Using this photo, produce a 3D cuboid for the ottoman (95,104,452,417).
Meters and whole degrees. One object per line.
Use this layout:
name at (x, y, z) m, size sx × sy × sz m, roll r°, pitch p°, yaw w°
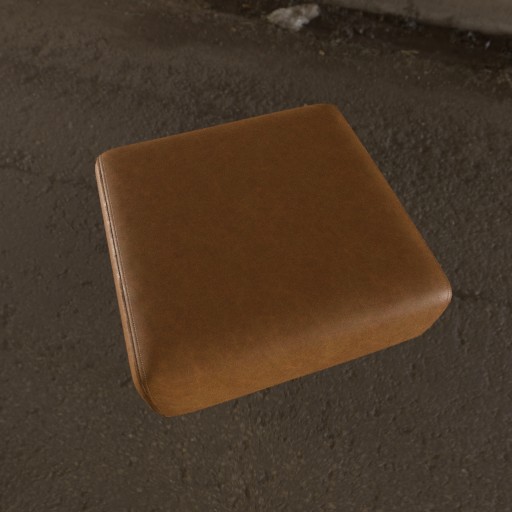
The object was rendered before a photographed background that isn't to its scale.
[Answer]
ottoman at (0.000, 0.000, 1.116) m, size 0.650 × 0.399 × 0.650 m, roll -15°, pitch 58°, yaw -10°
